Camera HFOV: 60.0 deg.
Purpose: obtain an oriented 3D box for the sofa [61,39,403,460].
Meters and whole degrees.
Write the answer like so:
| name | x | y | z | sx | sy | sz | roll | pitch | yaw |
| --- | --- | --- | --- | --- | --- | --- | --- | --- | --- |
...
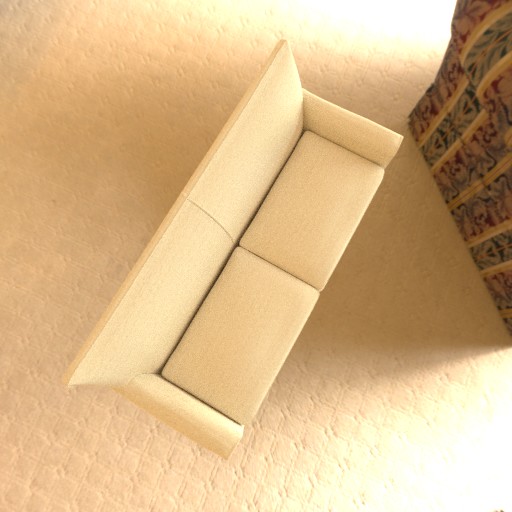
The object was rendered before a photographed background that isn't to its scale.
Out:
| name | x | y | z | sx | sy | sz | roll | pitch | yaw |
| --- | --- | --- | --- | --- | --- | --- | --- | --- | --- |
| sofa | 0.000 | 0.000 | 2.504 | 0.841 | 0.907 | 2.001 | 29 | 79 | 6 |
